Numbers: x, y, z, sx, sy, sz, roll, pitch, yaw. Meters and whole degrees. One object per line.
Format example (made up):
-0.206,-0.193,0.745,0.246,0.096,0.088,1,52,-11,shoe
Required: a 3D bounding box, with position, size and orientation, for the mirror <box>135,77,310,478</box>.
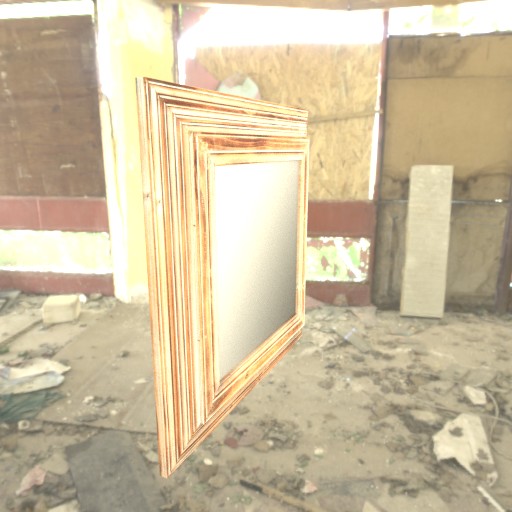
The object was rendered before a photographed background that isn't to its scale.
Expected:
0.000,0.000,1.194,0.061,0.804,0.804,7,16,26,mirror
